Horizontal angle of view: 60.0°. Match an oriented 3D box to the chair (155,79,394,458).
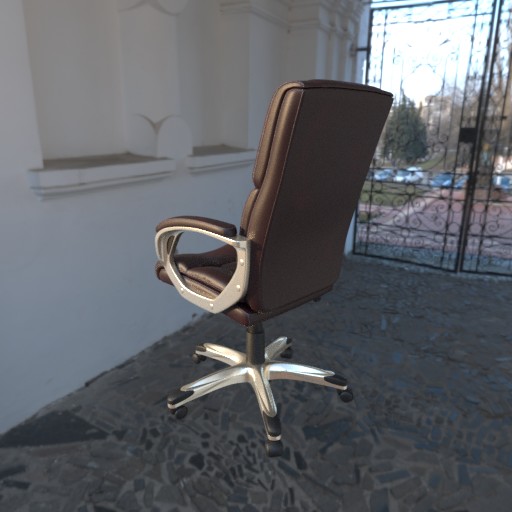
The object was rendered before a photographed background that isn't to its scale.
[{"bbox_3d":[0.000,0.000,1.564,0.739,1.107,0.662,15,22,42],"label":"chair"}]
